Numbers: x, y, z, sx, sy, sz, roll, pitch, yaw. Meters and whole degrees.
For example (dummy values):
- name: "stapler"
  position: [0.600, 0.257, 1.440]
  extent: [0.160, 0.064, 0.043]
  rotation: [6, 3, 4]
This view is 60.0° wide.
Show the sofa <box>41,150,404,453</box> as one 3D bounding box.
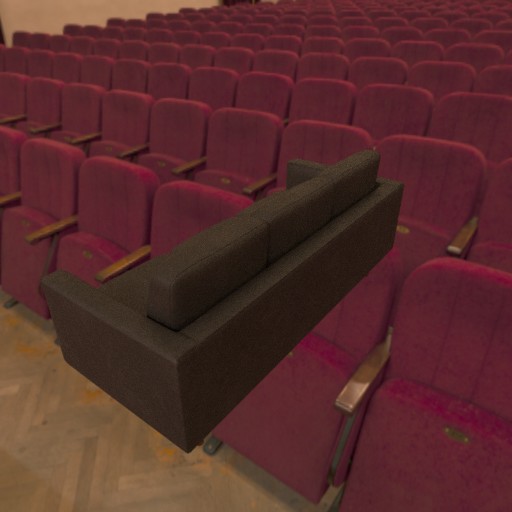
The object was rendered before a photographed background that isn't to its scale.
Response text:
- name: "sofa"
  position: [0.000, 0.000, 2.501]
  extent: [0.879, 0.899, 2.029]
  rotation: [21, 37, 31]
